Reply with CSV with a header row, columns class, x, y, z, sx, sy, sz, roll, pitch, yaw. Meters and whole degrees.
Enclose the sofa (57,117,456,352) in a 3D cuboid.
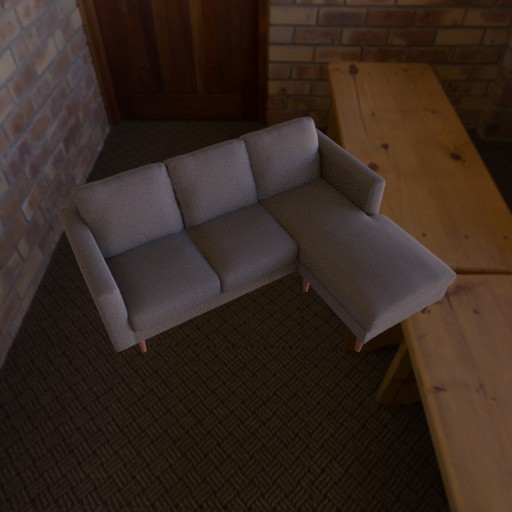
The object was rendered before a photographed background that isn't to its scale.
class,x,y,z,sx,sy,sz,roll,pitch,yaw
sofa,0.000,0.000,2.892,2.031,0.897,1.591,-23,50,-21
